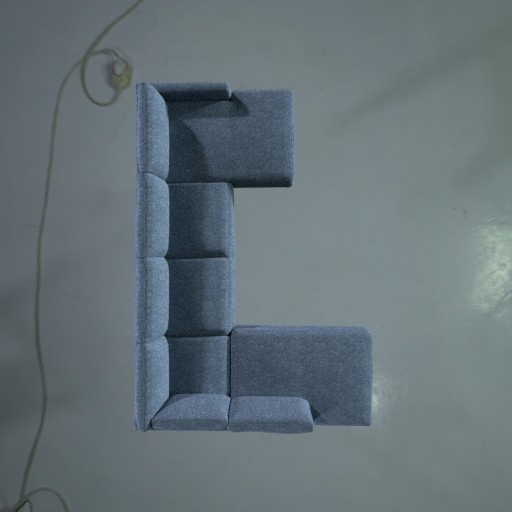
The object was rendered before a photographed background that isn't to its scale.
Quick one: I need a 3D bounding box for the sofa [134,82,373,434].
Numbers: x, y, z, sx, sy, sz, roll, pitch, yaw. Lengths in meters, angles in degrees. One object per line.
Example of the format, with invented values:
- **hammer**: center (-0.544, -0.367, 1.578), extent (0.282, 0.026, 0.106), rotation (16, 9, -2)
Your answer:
- **sofa**: center (0.000, 0.000, 3.579), extent (1.879, 0.756, 2.737), rotation (0, 89, 1)
